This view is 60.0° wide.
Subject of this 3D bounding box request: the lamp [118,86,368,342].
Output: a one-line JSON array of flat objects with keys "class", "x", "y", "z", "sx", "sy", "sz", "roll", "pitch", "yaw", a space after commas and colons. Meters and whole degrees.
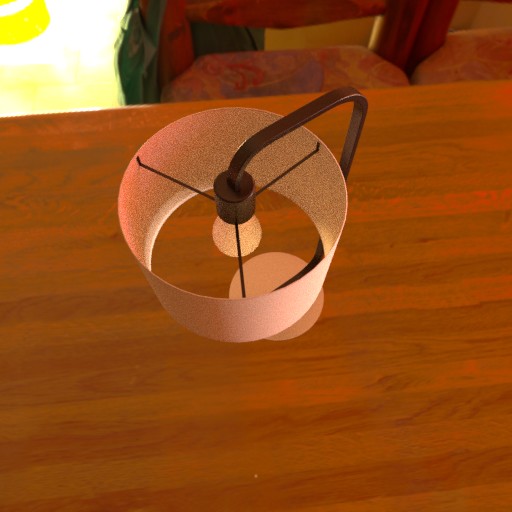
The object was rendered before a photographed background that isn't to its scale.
[{"class": "lamp", "x": 0.000, "y": 0.000, "z": 0.613, "sx": 0.288, "sy": 0.473, "sz": 0.230, "roll": -33, "pitch": 68, "yaw": -15}]
